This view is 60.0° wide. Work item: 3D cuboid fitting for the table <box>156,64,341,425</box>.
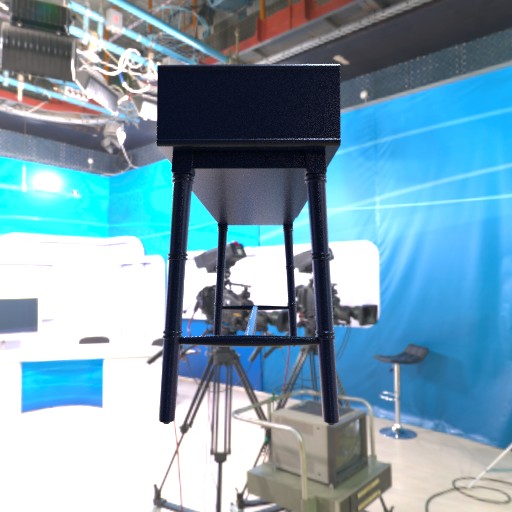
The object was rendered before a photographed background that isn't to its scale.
[{"bbox_3d":[0.000,0.000,1.460,0.399,0.749,1.118,0,-3,1],"label":"table"}]
